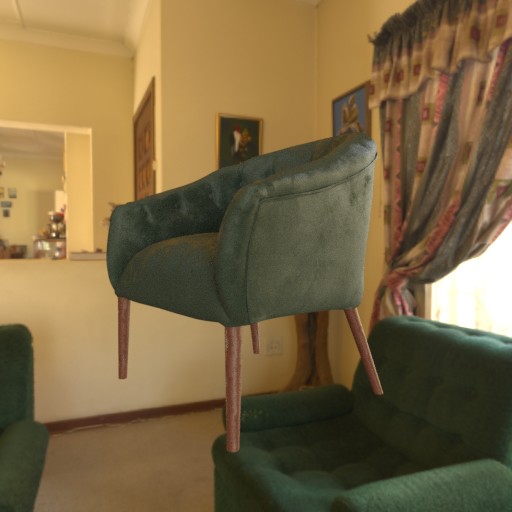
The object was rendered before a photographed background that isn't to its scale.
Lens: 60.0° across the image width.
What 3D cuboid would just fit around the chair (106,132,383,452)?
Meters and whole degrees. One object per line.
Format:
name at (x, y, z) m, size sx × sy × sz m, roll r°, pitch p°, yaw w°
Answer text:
chair at (0.000, 0.000, 1.518) m, size 0.776 × 0.885 × 0.851 m, roll -2°, pitch 3°, yaw -38°
